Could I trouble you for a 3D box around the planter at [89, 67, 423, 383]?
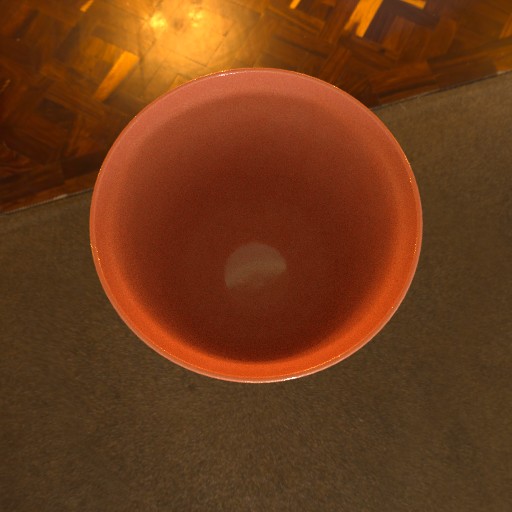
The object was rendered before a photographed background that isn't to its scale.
[{"bbox_3d":[0.000,0.000,0.362,0.195,0.214,0.195,0,75,0],"label":"planter"}]
